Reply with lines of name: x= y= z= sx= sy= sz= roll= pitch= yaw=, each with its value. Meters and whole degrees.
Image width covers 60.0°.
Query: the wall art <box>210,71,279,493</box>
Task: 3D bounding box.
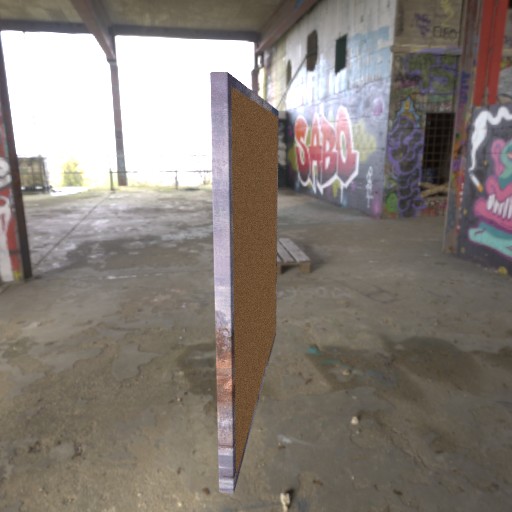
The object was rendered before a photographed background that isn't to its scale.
wall art: x=0.000 y=0.000 z=1.327 sx=0.035 sy=0.897 sz=0.888 roll=2 pitch=14 yaw=8
